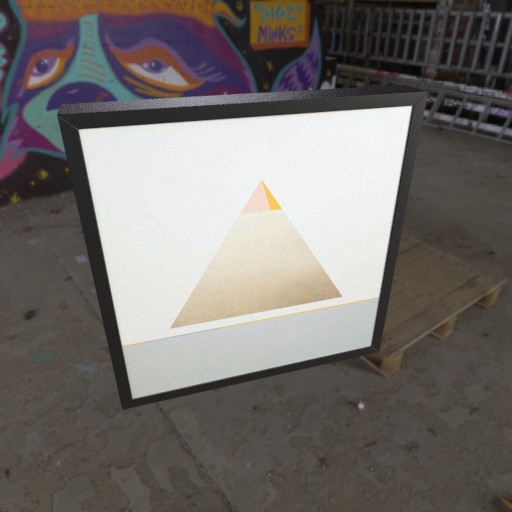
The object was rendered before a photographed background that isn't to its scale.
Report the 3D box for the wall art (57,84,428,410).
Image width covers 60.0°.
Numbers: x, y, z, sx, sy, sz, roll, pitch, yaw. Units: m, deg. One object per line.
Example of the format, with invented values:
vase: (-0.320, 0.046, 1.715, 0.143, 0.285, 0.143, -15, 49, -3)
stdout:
wall art: (0.000, 0.000, 0.442, 0.304, 0.303, 0.037, -9, 31, -14)
